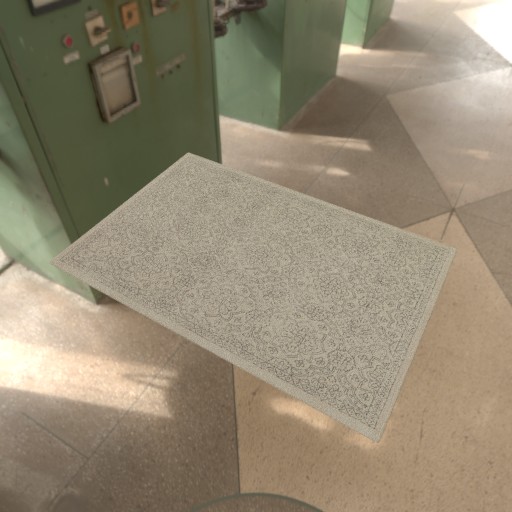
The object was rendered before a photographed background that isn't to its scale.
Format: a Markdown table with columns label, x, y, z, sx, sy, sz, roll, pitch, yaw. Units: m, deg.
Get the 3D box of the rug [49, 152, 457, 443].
| label | x | y | z | sx | sy | sz | roll | pitch | yaw |
| --- | --- | --- | --- | --- | --- | --- | --- | --- | --- |
| rug | 0.000 | 0.000 | 2.379 | 1.829 | 0.010 | 1.219 | 23 | 50 | 21 |
